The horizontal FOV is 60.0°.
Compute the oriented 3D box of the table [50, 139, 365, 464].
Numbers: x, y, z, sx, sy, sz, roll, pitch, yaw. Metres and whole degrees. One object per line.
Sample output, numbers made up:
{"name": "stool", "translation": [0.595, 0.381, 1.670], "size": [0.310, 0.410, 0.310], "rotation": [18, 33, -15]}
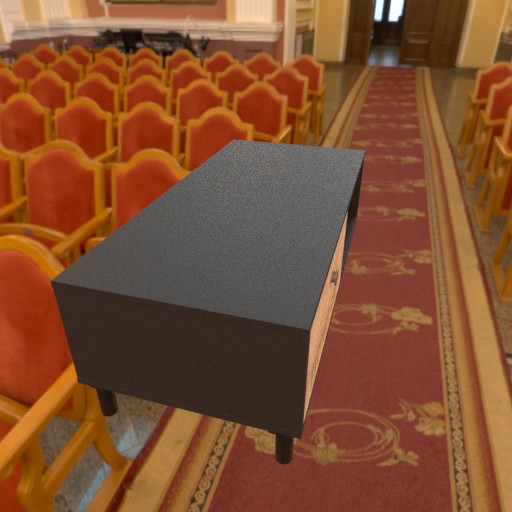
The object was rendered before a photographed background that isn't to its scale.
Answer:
{"name": "table", "translation": [0.000, 0.000, 1.376], "size": [0.550, 0.400, 1.100], "rotation": [9, 31, 15]}
